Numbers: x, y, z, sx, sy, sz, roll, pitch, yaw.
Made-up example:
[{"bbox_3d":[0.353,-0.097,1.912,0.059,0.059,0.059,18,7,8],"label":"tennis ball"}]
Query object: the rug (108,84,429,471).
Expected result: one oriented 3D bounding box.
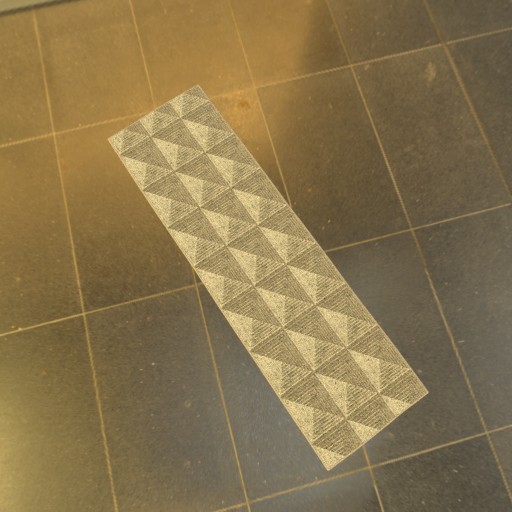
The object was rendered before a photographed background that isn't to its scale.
[{"bbox_3d":[0.000,0.000,2.426,0.645,0.015,2.182,-34,78,-8],"label":"rug"}]
